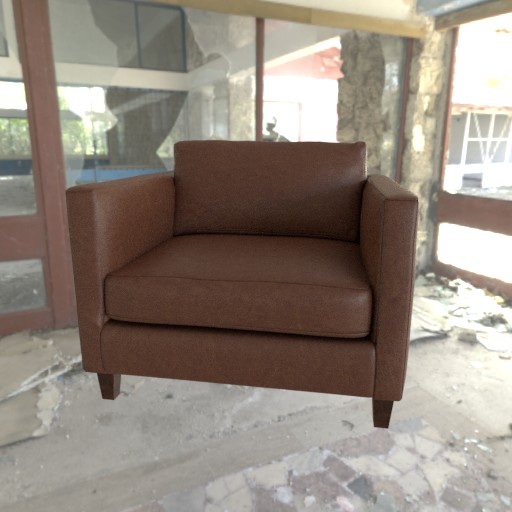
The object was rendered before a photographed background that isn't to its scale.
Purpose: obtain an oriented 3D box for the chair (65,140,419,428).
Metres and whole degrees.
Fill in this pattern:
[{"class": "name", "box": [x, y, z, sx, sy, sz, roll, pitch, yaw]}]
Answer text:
[{"class": "chair", "box": [0.000, 0.000, 1.797, 1.107, 0.917, 0.959, 2, 14, 10]}]
